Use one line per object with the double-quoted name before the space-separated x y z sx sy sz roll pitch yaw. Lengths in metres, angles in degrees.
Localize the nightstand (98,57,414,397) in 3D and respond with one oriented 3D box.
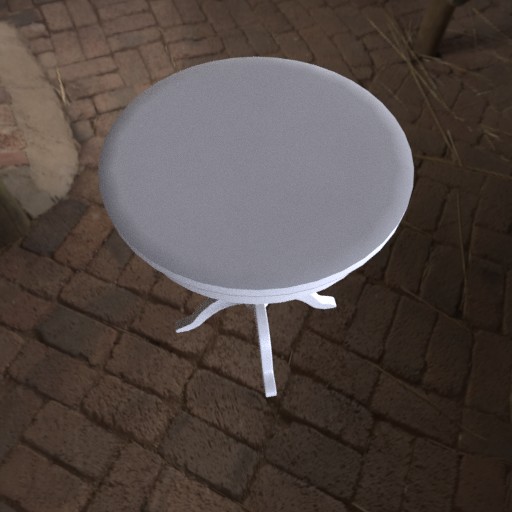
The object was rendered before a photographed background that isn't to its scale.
"nightstand" 0.000 0.000 1.008 0.513 0.653 0.513 -1 58 0
